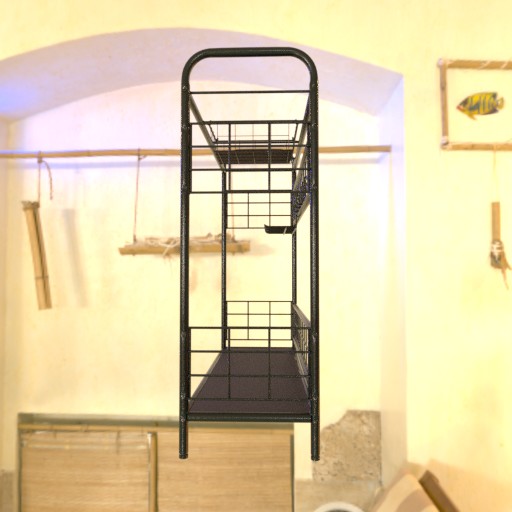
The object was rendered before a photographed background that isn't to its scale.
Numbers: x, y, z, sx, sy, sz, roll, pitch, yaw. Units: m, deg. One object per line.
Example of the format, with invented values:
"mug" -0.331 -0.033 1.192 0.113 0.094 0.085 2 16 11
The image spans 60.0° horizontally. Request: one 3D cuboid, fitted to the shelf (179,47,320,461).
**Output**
"shelf" 0.000 0.000 1.574 0.350 1.026 0.961 0 -2 2
